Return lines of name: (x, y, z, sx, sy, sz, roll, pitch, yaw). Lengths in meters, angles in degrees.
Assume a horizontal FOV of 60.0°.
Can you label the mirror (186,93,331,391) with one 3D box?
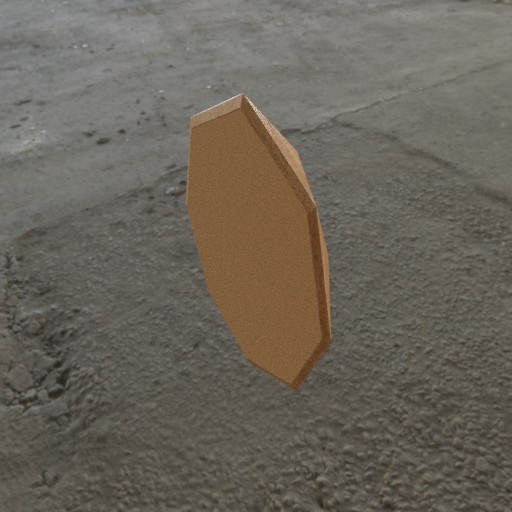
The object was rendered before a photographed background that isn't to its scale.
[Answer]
mirror: (0.000, 0.000, 1.033, 0.070, 0.774, 0.577, -25, 47, -26)
